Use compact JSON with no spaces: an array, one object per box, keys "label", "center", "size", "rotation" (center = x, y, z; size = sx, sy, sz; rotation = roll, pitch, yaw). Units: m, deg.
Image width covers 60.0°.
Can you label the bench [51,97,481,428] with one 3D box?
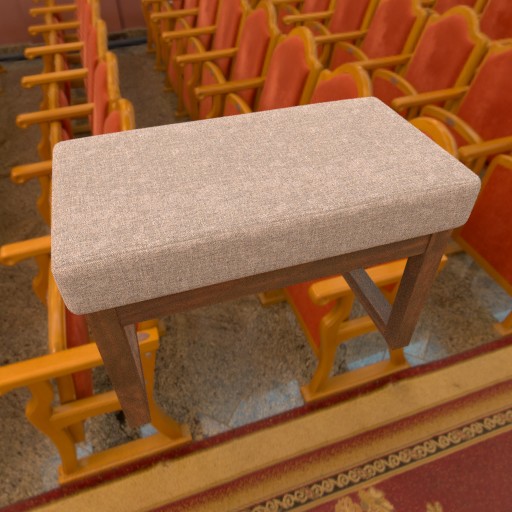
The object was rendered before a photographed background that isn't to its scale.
[{"label":"bench","center":[0.000,0.000,0.923],"size":[0.681,0.467,0.366],"rotation":[-13,44,-13]}]
